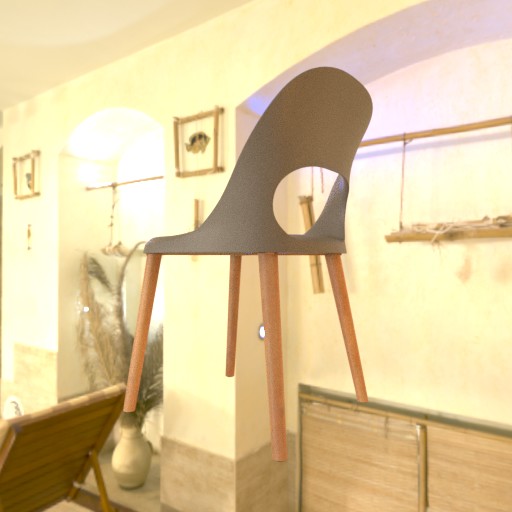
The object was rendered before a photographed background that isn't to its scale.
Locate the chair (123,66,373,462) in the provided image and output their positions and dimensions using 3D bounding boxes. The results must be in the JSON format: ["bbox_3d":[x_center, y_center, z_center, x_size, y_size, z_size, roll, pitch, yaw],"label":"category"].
[{"bbox_3d":[0.000,0.000,1.155,0.556,0.795,0.470,0,0,35],"label":"chair"}]
